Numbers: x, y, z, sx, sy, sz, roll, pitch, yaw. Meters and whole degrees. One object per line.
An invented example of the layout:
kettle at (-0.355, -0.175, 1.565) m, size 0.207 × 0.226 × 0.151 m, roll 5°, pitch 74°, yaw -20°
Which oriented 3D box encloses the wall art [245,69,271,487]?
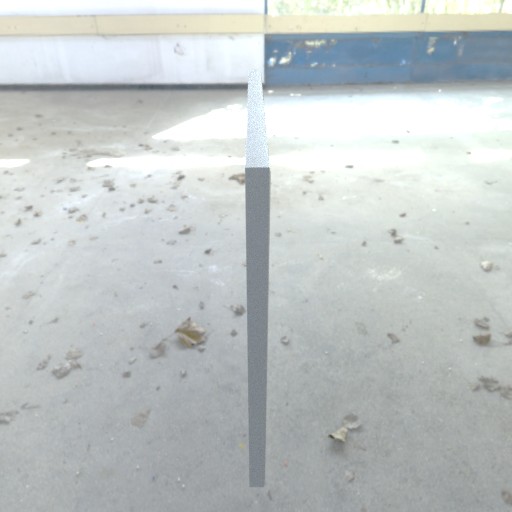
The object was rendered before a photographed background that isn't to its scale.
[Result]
wall art at (0.000, 0.000, 1.196) m, size 0.038 × 0.807 × 0.809 m, roll 0°, pitch 32°, yaw 0°
